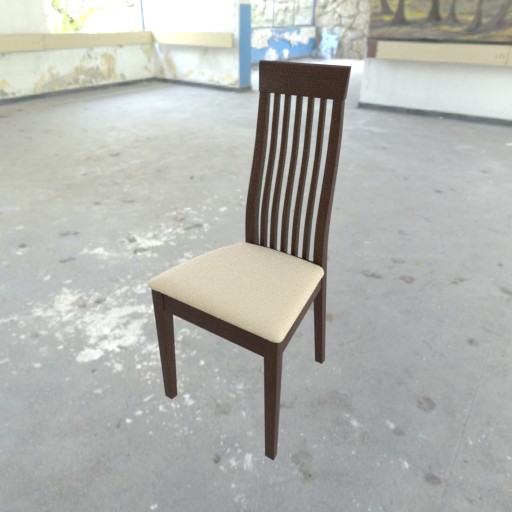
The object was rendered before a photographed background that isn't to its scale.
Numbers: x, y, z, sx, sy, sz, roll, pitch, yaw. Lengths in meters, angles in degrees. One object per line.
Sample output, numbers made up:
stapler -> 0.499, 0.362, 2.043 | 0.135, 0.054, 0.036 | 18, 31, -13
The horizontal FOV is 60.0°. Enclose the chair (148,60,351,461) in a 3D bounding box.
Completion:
chair -> 0.000, 0.000, 1.325 | 0.460, 1.027, 0.474 | 19, 34, 30
